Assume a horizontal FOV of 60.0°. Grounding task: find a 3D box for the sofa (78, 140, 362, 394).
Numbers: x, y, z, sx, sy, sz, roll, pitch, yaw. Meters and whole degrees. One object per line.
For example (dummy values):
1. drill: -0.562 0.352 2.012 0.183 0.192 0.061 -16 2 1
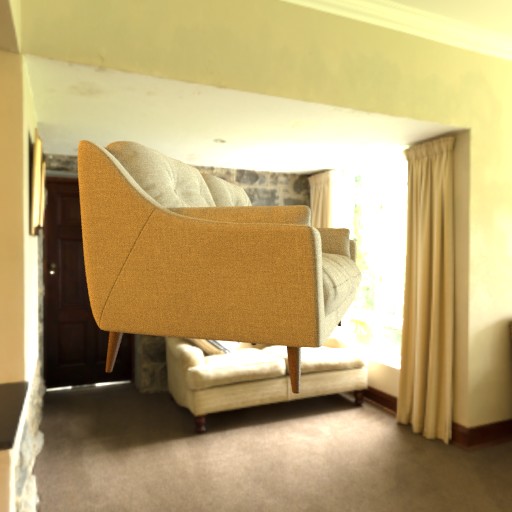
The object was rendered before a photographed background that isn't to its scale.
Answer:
1. sofa: 0.000 0.000 2.197 0.965 0.888 1.652 0 1 17
